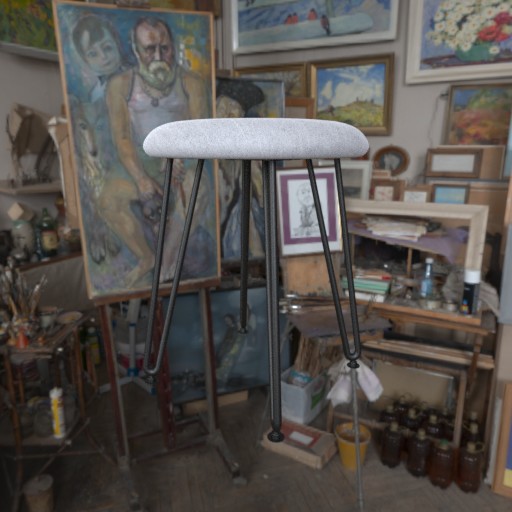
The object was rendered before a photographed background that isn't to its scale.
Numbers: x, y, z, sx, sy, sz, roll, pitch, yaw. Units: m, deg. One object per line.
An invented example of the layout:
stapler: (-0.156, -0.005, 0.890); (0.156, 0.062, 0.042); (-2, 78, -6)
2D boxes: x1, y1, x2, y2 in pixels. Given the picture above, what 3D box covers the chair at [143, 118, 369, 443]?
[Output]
chair: (0.000, 0.000, 0.663); (0.350, 0.386, 0.350); (-2, 14, -9)
